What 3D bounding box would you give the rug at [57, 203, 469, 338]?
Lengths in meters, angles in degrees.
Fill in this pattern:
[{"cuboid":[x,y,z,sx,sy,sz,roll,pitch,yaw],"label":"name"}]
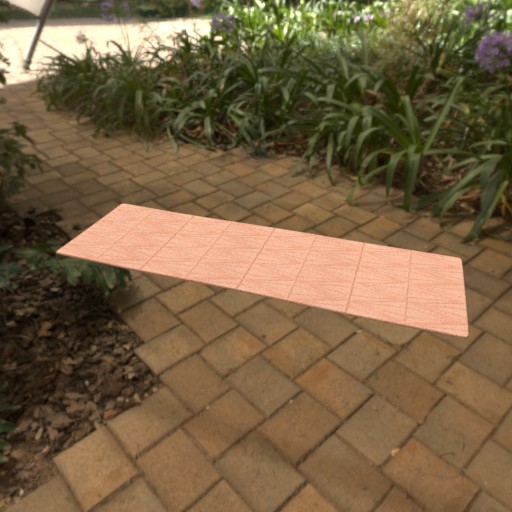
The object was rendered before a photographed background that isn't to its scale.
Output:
[{"cuboid":[0.000,0.000,2.771,2.435,0.015,0.760,10,34,16],"label":"rug"}]
